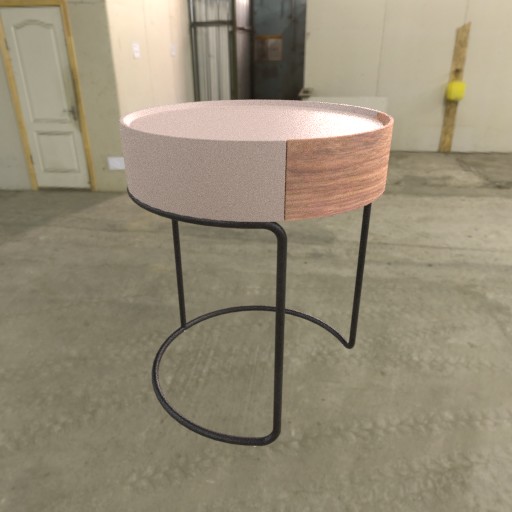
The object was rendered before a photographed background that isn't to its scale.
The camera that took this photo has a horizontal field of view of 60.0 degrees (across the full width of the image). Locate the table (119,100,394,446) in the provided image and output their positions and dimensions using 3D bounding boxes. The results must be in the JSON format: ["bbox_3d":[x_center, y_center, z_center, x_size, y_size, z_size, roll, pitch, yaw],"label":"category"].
[{"bbox_3d":[0.000,0.000,0.864,0.450,0.530,0.450,0,26,0],"label":"table"}]
